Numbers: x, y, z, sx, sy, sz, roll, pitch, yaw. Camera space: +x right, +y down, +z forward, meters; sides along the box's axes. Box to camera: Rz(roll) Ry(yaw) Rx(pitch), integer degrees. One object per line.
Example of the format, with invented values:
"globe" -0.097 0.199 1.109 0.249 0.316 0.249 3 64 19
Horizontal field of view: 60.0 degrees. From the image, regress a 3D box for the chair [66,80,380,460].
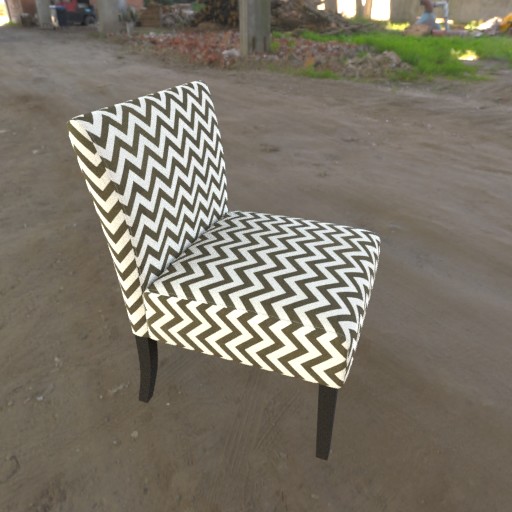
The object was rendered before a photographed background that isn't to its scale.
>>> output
"chair" 0.000 0.000 1.259 0.648 0.838 0.589 10 31 18
